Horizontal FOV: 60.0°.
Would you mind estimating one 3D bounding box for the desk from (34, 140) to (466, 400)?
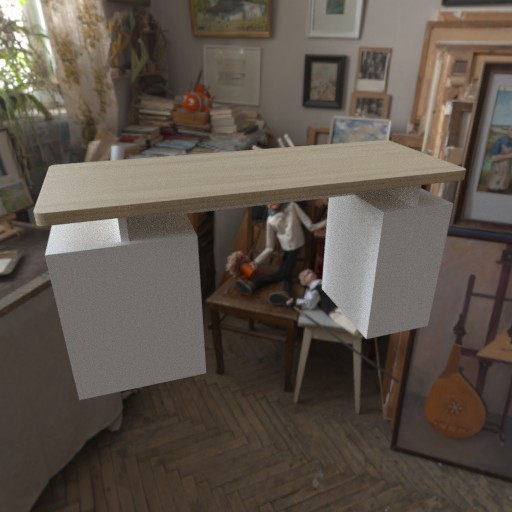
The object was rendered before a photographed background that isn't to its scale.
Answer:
[{"bbox_3d":[0.000,0.000,1.856,1.500,0.755,0.550,-8,28,-16],"label":"desk"}]
